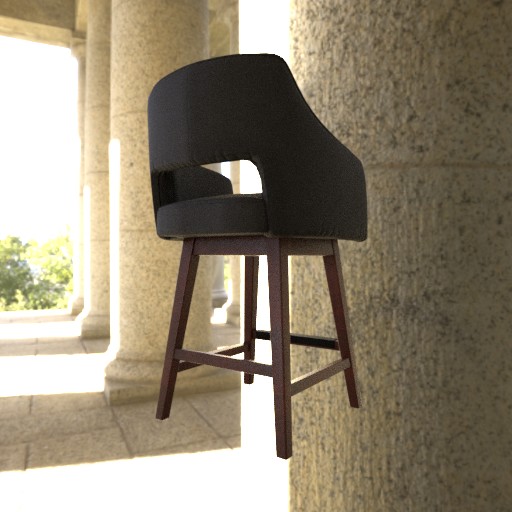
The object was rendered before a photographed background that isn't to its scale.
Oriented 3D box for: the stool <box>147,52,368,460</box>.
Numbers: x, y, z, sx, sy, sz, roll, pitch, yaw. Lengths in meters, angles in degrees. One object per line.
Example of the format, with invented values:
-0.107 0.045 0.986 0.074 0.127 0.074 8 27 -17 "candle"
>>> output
0.000 0.000 1.262 0.548 0.912 0.558 0 0 36 "stool"
